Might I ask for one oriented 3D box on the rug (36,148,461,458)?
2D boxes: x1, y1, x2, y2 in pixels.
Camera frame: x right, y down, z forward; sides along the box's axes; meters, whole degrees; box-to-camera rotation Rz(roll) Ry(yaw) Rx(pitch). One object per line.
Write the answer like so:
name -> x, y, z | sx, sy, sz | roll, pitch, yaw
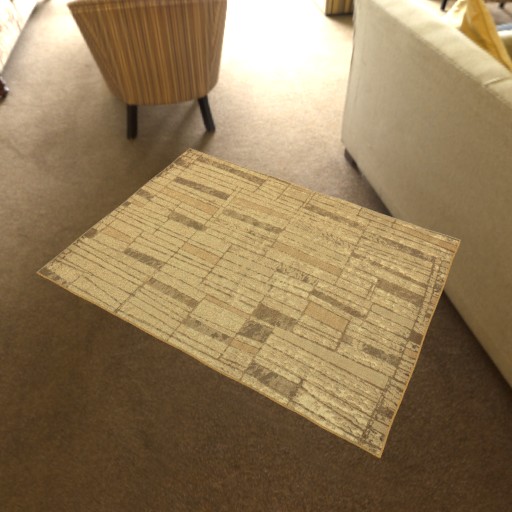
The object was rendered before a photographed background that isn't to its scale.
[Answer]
rug -> 0.000, 0.000, 4.304 | 3.357, 0.019, 2.449 | 23, 50, 20
